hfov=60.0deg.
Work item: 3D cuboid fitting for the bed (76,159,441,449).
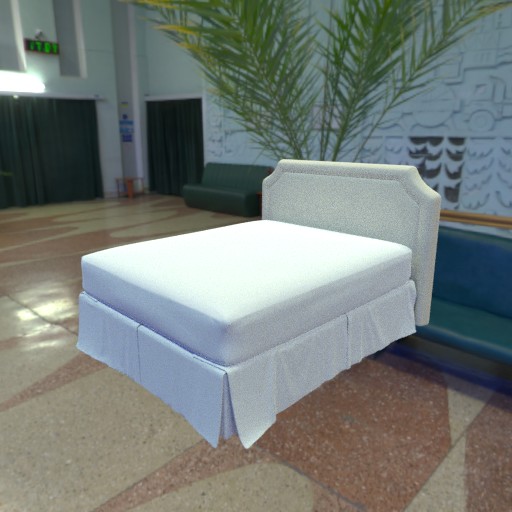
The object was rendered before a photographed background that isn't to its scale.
[{"bbox_3d":[0.000,0.000,3.335,1.827,1.296,2.209,15,21,43],"label":"bed"}]
